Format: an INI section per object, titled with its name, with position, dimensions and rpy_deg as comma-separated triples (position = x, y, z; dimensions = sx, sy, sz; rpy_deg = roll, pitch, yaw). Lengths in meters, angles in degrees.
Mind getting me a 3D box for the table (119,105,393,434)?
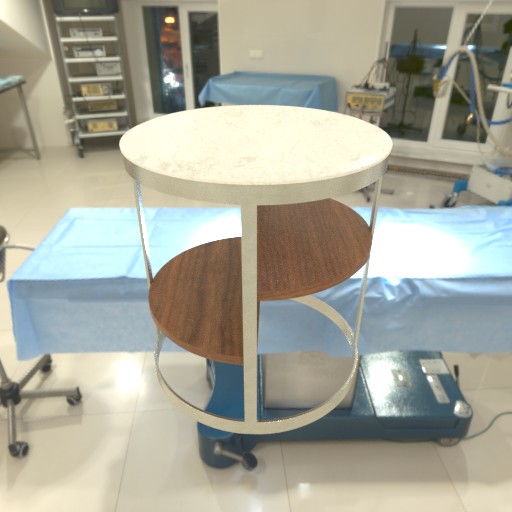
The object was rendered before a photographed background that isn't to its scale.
[table]
position = 0.000, 0.000, 0.793
dimensions = 0.407, 0.447, 0.407
rpy_deg = 0, 30, 0
